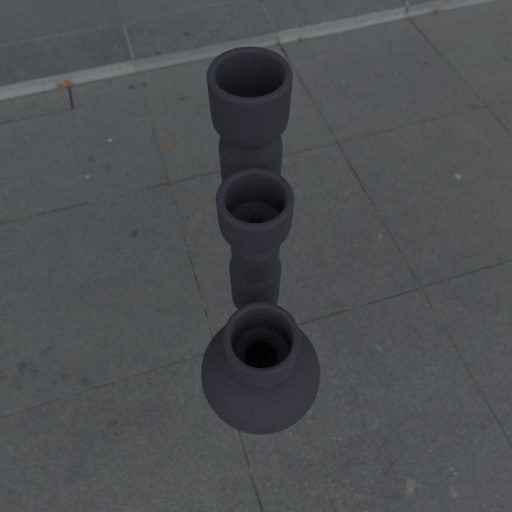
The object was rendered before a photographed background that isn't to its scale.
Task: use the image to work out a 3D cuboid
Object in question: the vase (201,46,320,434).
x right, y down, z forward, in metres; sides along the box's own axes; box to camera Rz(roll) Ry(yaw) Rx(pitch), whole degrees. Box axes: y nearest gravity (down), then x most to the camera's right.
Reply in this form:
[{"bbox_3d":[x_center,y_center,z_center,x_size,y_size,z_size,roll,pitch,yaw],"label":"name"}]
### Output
[{"bbox_3d":[0.000,0.000,0.434,0.120,0.249,0.307,-2,60,-1],"label":"vase"}]
